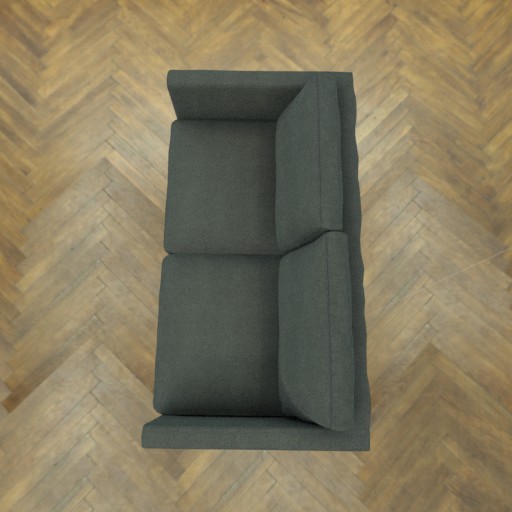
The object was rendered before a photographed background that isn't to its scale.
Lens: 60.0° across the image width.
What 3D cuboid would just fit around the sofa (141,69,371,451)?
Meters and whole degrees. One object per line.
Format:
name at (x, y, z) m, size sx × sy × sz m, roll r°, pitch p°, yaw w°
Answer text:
sofa at (0.000, 0.000, 2.286) m, size 0.974 × 0.854 × 1.802 m, roll 1°, pitch 76°, yaw 0°
